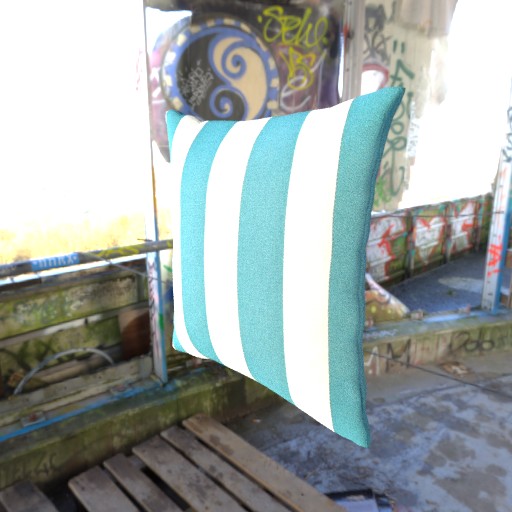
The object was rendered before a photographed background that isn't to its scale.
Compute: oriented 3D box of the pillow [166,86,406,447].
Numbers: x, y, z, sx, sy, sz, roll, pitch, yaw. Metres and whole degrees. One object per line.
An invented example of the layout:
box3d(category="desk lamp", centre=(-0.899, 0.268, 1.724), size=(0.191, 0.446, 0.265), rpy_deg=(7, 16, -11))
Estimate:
box3d(category="pillow", centre=(0.000, 0.000, 0.793), size=(0.189, 0.526, 0.536), rpy_deg=(-13, 19, -43))
